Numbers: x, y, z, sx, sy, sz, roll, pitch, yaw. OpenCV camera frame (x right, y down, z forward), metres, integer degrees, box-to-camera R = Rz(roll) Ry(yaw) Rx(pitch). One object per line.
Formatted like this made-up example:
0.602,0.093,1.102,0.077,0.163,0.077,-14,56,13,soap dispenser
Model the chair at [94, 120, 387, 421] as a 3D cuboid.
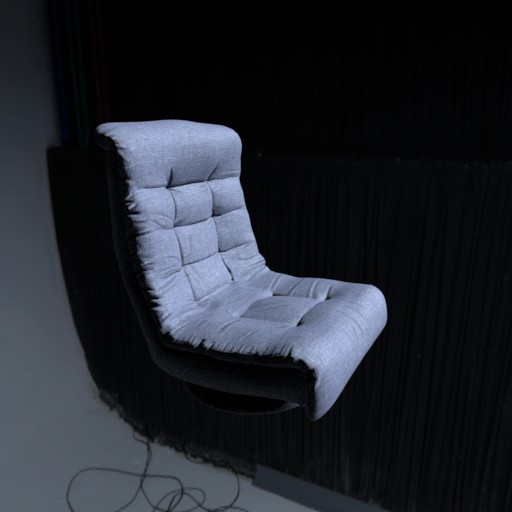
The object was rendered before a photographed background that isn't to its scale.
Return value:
0.000,0.000,1.262,0.668,0.749,0.597,8,17,27,chair
